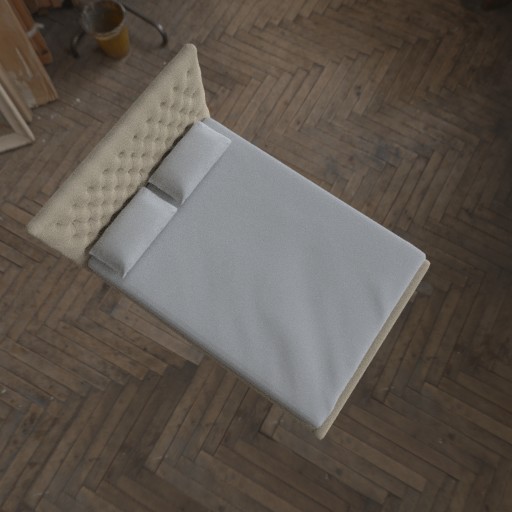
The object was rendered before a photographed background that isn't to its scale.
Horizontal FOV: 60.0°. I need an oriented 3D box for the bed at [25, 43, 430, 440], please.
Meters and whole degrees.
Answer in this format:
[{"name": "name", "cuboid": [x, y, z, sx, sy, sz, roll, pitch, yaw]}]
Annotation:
[{"name": "bed", "cuboid": [0.000, 0.000, 3.414, 2.387, 1.427, 1.698, 34, 78, 8]}]
